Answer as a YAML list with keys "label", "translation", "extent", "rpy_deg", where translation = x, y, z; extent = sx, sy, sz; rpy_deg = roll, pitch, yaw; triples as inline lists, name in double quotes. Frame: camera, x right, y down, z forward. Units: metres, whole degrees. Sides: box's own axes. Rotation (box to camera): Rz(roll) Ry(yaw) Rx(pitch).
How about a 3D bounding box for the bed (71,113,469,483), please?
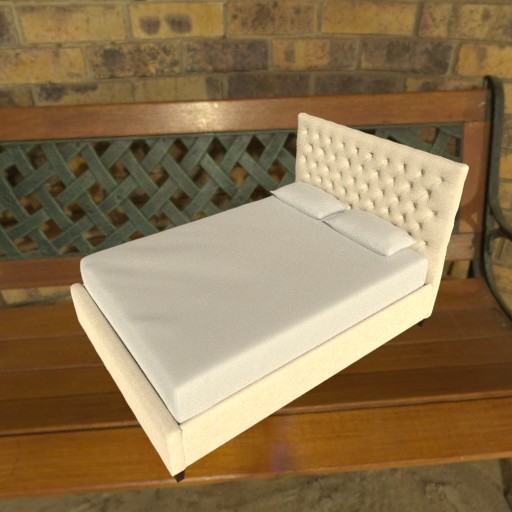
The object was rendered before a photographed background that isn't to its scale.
- label: "bed"
  translation: [0.000, 0.000, 3.327]
  extent: [2.387, 1.427, 1.698]
  rpy_deg: [-21, 38, -30]
